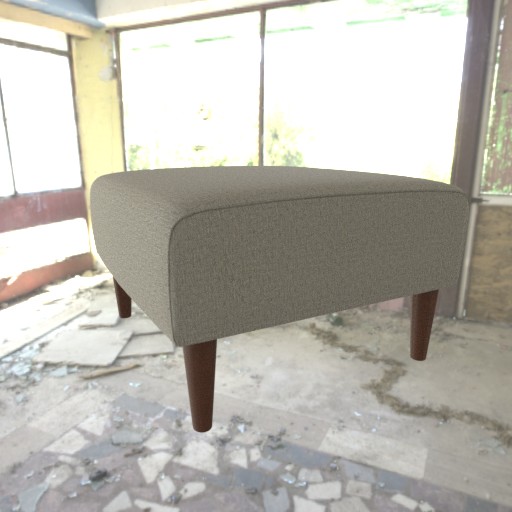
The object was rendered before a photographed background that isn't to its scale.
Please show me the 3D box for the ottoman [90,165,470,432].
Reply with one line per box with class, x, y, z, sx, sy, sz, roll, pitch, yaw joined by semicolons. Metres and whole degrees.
ottoman;0.000;0.000;1.037;0.648;0.399;0.655;-8;16;-28
